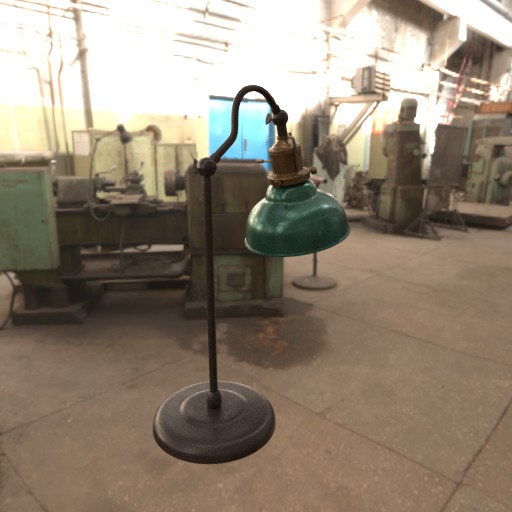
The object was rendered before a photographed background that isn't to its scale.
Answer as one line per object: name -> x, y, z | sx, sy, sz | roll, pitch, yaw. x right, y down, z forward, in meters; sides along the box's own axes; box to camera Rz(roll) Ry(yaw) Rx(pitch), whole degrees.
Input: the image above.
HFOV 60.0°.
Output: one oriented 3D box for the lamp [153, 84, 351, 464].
lamp -> 0.000, 0.000, 0.699 | 0.374, 0.508, 0.192 | -14, 20, -43
